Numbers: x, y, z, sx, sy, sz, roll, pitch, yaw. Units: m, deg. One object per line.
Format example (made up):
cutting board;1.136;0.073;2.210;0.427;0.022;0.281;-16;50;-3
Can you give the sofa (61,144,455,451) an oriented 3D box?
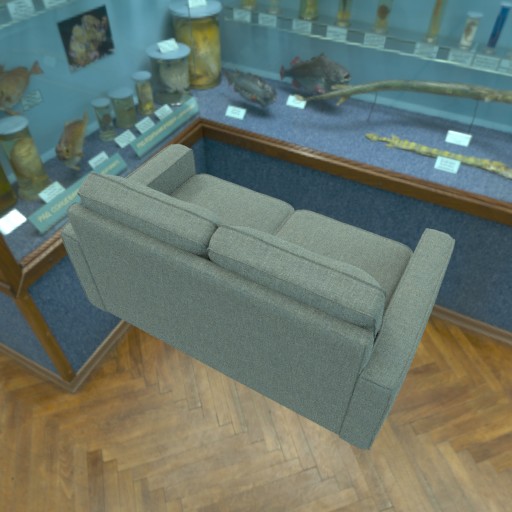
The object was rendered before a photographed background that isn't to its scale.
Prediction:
sofa;0.000;0.000;2.228;1.706;0.915;0.945;23;50;20
